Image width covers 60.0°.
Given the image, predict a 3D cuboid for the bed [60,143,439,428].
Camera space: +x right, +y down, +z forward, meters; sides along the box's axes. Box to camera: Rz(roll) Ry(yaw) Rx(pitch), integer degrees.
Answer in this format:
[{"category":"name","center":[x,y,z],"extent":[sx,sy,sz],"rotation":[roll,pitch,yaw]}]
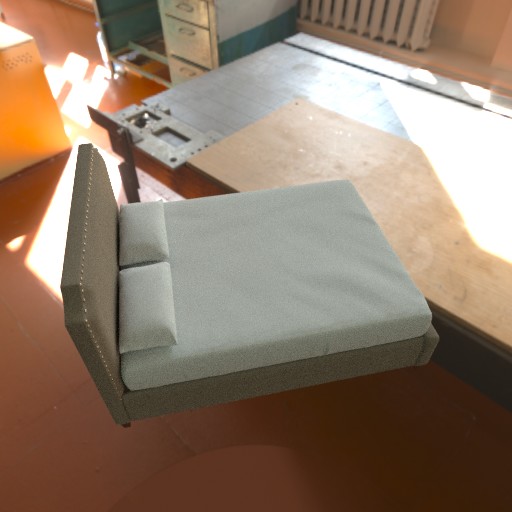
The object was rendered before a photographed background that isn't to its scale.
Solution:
[{"category":"bed","center":[0.000,0.000,3.386],"extent":[2.329,1.415,1.703],"rotation":[-9,46,-8]}]
